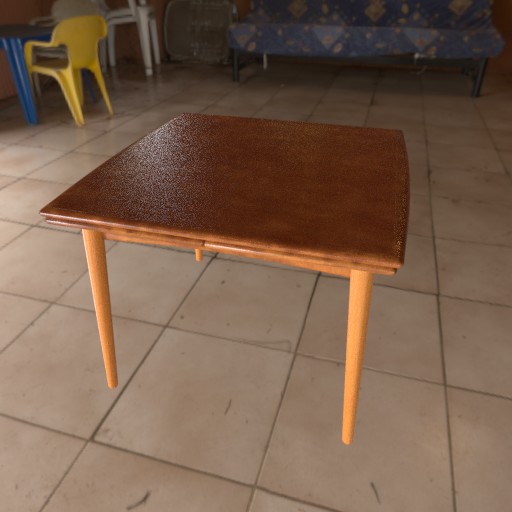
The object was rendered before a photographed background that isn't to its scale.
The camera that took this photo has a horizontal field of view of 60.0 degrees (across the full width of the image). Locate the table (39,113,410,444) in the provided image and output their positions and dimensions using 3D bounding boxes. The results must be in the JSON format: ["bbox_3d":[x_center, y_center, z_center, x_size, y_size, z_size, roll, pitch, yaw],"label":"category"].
[{"bbox_3d":[0.000,0.000,1.685,0.991,0.754,0.991,9,34,13],"label":"table"}]
